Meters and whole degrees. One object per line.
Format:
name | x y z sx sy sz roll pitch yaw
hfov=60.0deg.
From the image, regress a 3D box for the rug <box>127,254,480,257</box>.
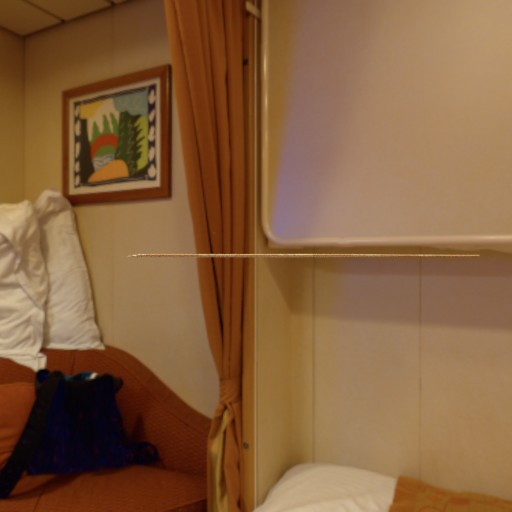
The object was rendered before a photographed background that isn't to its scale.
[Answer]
rug | 0.000 0.000 4.512 2.452 0.020 3.365 0 0 -18
